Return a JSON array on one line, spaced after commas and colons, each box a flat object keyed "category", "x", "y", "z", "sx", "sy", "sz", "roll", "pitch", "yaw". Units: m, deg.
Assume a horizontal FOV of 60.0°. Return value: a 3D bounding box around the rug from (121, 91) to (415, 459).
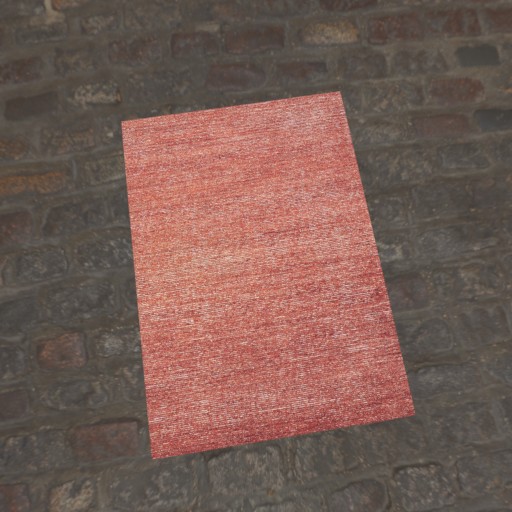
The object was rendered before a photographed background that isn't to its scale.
[{"category": "rug", "x": 0.000, "y": 0.000, "z": 5.125, "sx": 2.803, "sy": 0.025, "sz": 3.965, "roll": -9, "pitch": 76, "yaw": -2}]
